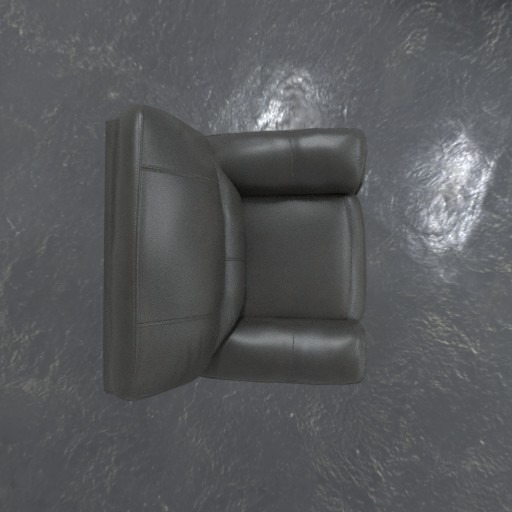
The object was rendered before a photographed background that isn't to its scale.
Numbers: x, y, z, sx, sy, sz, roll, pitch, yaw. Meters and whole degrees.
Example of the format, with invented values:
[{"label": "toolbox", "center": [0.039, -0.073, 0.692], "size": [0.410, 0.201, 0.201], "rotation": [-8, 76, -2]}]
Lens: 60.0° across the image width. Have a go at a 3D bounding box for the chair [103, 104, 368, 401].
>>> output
[{"label": "chair", "center": [0.000, 0.000, 1.978], "size": [1.087, 1.109, 1.096], "rotation": [0, 88, 0]}]
